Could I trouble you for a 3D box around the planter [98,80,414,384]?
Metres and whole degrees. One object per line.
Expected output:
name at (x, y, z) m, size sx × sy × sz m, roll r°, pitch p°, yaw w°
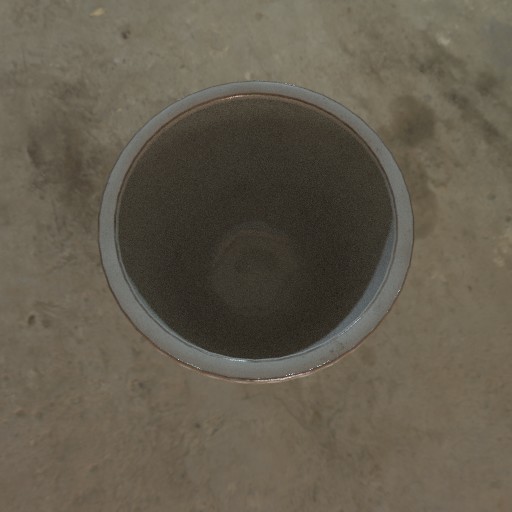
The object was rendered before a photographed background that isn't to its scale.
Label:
planter at (0.000, 0.000, 0.362) m, size 0.197 × 0.191 × 0.197 m, roll 0°, pitch 75°, yaw 0°
